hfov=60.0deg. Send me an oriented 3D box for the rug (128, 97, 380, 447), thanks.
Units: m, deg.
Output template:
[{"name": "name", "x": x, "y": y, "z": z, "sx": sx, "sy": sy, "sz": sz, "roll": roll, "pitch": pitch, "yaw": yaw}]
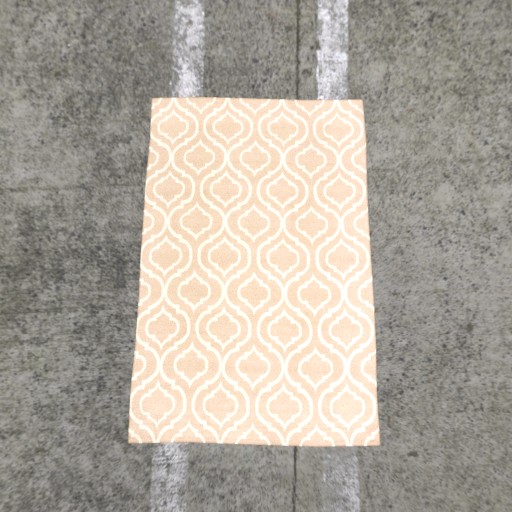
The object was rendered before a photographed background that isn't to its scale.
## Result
[{"name": "rug", "x": 0.000, "y": 0.000, "z": 2.198, "sx": 1.152, "sy": 0.013, "sz": 1.761, "roll": 0, "pitch": 77, "yaw": 0}]
